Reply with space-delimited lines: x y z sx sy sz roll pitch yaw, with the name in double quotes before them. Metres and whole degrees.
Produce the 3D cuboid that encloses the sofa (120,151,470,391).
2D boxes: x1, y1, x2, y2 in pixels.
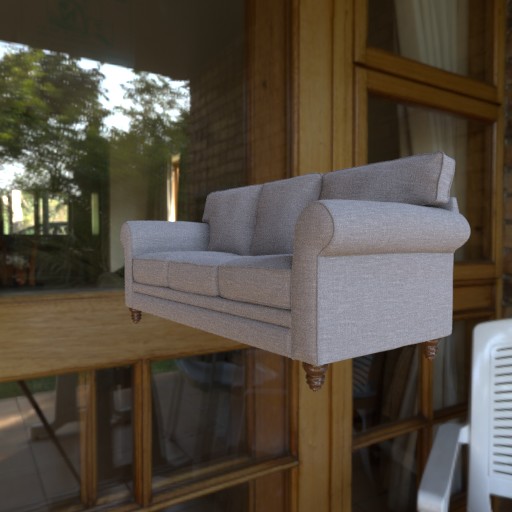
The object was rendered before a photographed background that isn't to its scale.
"sofa" 0.000 0.000 2.575 0.916 0.961 2.084 -1 2 -37
